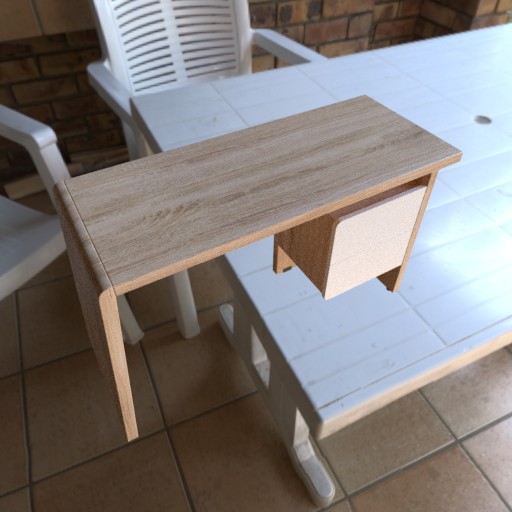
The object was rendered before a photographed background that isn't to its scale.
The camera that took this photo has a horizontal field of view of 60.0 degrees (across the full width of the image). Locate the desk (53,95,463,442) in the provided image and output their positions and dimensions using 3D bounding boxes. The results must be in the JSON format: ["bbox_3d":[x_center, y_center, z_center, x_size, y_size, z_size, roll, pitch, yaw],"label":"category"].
[{"bbox_3d":[0.000,0.000,1.650,1.300,0.750,0.500,-22,49,-21],"label":"desk"}]
